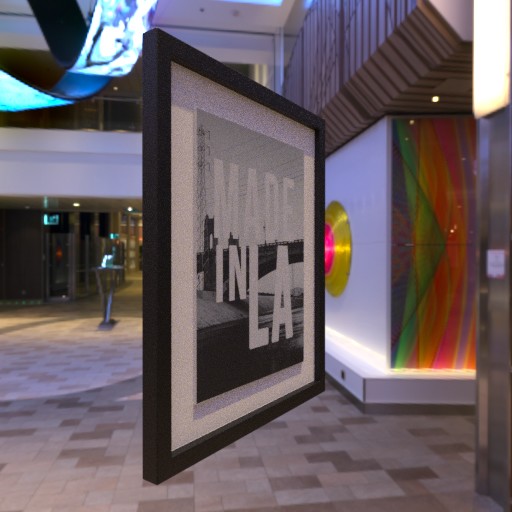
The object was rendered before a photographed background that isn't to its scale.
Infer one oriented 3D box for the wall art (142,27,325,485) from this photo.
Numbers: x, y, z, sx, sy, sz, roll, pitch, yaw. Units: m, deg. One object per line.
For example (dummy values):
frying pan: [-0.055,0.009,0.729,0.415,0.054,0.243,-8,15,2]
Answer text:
wall art: [0.000,0.000,0.733,0.028,0.559,0.457,0,0,35]
